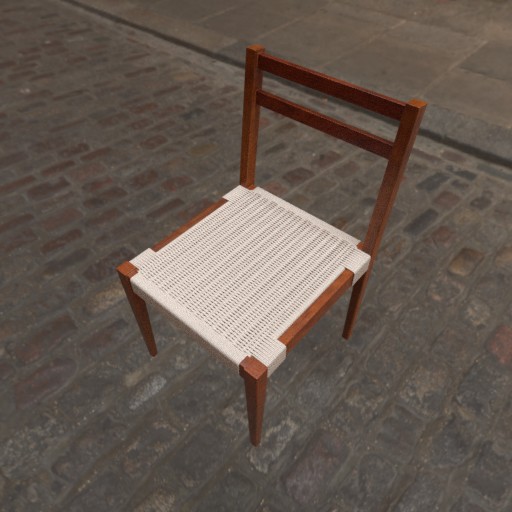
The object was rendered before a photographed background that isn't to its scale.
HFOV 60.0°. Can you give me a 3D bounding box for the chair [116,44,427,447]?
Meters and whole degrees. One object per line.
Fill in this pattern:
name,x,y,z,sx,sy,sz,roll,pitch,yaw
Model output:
chair,0.000,0.000,1.223,0.495,0.851,0.569,32,54,27
